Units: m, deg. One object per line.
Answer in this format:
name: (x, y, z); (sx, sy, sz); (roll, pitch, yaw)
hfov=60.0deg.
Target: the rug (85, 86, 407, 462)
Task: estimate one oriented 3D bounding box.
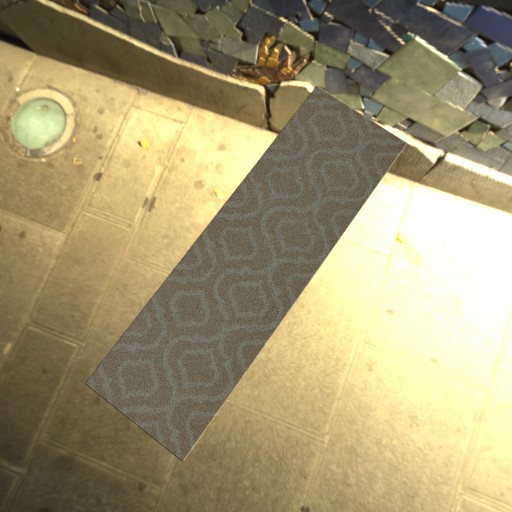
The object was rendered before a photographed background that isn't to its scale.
rug: (0.000, 0.000, 2.619); (0.691, 0.013, 2.289); (35, 80, 7)
